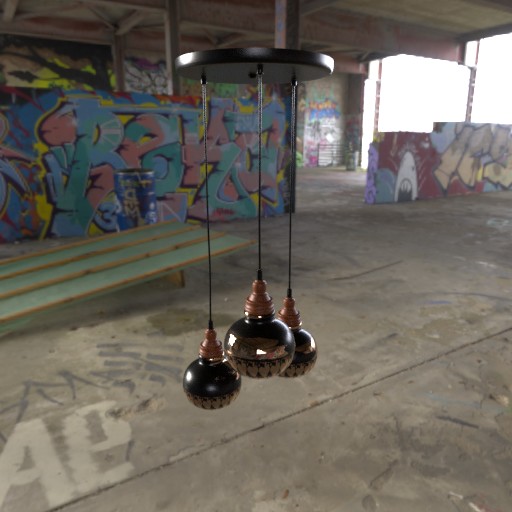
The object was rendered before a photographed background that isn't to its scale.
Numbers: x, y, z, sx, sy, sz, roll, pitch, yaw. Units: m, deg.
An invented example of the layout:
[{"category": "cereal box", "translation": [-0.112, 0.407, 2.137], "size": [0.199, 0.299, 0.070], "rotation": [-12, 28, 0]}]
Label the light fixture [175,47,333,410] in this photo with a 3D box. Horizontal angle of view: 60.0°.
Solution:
[{"category": "light fixture", "translation": [0.000, 0.000, 1.738], "size": [0.608, 1.410, 0.605], "rotation": [-3, 15, -11]}]
